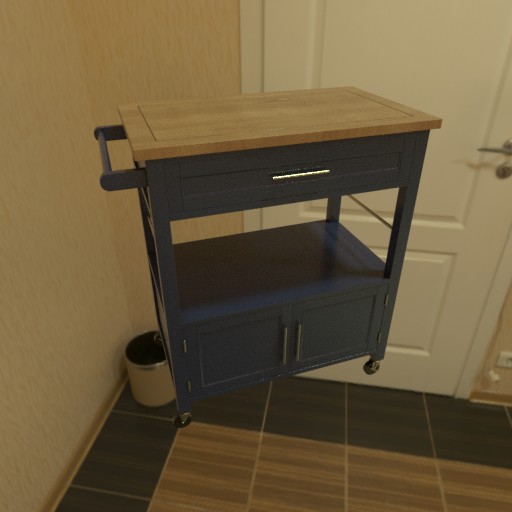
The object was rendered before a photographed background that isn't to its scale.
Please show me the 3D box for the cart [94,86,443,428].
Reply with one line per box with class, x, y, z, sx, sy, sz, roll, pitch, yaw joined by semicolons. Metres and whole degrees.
cart;0.000;0.000;1.416;0.840;0.901;0.459;-10;33;-16
